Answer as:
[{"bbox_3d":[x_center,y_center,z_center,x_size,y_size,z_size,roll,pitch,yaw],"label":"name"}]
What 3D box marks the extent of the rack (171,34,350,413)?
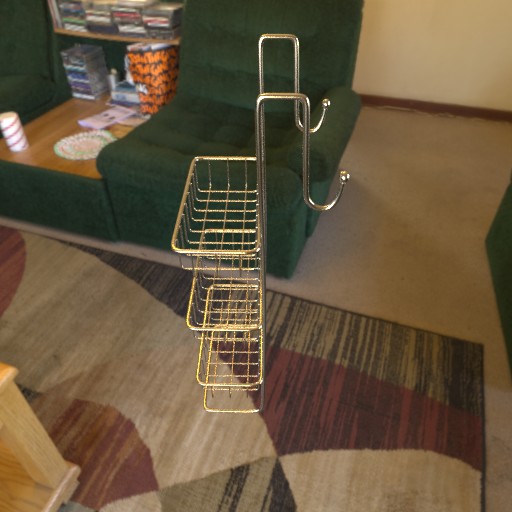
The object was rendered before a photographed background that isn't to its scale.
[{"bbox_3d":[0.000,0.000,0.675,0.202,0.574,0.228,1,41,1],"label":"rack"}]
